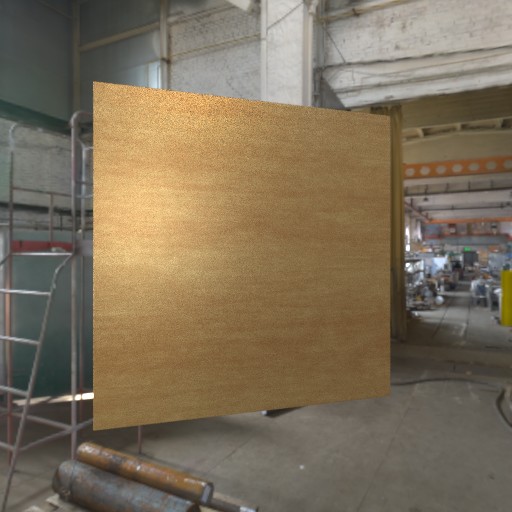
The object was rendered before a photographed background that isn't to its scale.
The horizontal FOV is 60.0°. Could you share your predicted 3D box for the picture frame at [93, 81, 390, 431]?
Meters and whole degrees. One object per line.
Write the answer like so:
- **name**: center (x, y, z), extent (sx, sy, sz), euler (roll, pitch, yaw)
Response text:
- **picture frame**: center (0.000, 0.000, 1.102), extent (0.758, 0.761, 0.037), euler (0, 0, -19)
